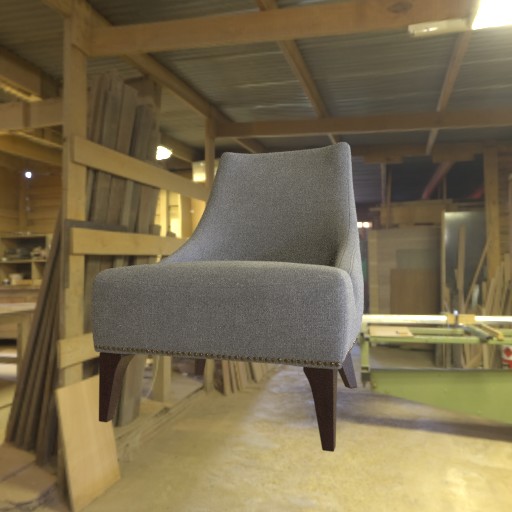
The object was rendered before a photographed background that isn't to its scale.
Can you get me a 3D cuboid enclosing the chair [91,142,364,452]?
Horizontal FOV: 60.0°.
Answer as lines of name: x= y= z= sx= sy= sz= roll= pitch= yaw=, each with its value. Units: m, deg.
chair: x=0.000 y=0.000 z=1.481 sx=0.701 sy=0.909 sz=0.861 roll=-1 pitch=-2 yaw=18
